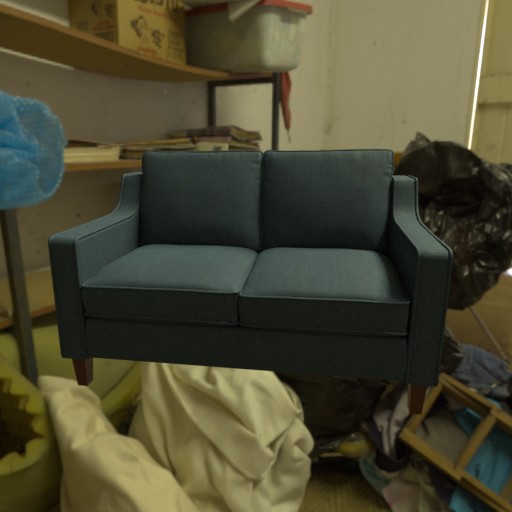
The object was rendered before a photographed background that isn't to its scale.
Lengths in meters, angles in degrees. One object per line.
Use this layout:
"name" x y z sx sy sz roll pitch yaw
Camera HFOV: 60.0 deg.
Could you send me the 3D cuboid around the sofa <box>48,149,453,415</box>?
"sofa" 0.000 0.000 2.092 1.501 0.971 0.987 2 15 8
